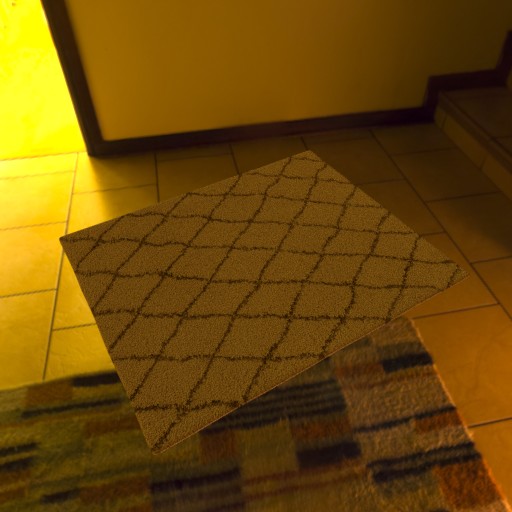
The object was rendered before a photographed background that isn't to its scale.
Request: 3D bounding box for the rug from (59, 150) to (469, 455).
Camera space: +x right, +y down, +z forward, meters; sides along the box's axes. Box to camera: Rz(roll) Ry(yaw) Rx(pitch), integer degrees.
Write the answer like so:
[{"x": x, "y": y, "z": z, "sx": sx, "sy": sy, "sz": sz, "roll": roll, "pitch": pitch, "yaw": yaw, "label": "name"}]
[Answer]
[{"x": 0.000, "y": 0.000, "z": 4.165, "sx": 3.047, "sy": 0.029, "sz": 2.438, "roll": -23, "pitch": 50, "yaw": -22, "label": "rug"}]
